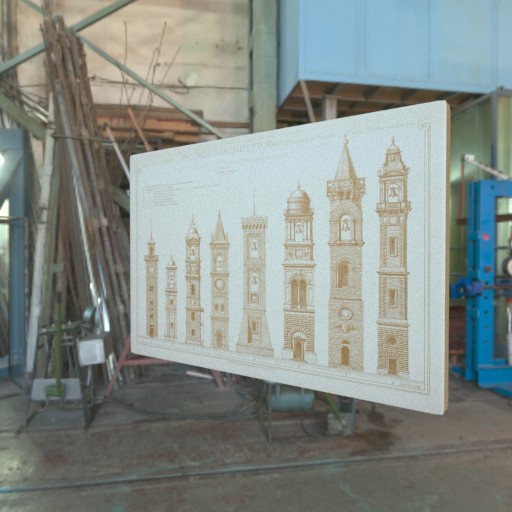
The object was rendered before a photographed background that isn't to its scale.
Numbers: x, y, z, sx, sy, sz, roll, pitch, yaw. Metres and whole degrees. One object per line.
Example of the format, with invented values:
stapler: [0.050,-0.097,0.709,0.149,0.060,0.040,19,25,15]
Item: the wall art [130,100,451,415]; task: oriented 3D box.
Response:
wall art: [0.000,0.000,0.470,0.380,0.254,0.019,1,1,35]
